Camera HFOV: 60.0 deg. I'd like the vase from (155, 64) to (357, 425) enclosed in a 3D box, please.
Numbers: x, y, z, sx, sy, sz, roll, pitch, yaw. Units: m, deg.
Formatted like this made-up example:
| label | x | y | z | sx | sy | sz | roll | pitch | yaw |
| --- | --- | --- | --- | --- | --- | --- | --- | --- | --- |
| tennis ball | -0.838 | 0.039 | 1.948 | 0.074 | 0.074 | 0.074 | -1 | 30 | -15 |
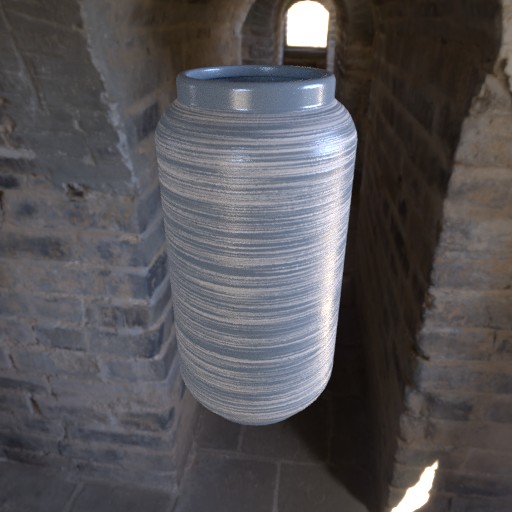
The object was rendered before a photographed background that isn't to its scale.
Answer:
| label | x | y | z | sx | sy | sz | roll | pitch | yaw |
| --- | --- | --- | --- | --- | --- | --- | --- | --- | --- |
| vase | 0.000 | 0.000 | 0.298 | 0.116 | 0.230 | 0.116 | 0 | 29 | 0 |
